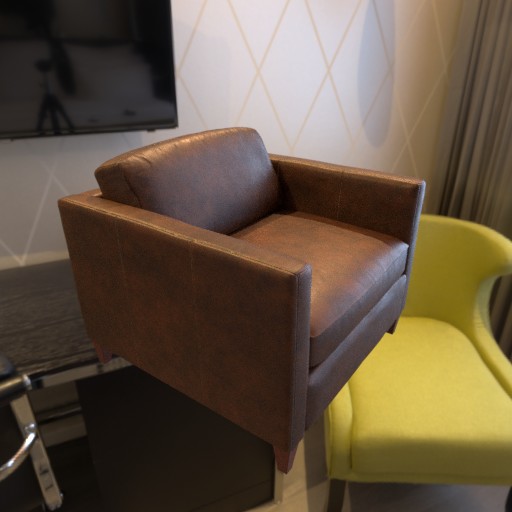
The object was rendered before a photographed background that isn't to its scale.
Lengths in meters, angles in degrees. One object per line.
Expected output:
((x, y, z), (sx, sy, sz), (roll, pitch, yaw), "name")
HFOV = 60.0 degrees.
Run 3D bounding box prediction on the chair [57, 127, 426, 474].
((0.000, 0.000, 1.726), (0.975, 0.864, 0.990), (17, 31, 32), "chair")
